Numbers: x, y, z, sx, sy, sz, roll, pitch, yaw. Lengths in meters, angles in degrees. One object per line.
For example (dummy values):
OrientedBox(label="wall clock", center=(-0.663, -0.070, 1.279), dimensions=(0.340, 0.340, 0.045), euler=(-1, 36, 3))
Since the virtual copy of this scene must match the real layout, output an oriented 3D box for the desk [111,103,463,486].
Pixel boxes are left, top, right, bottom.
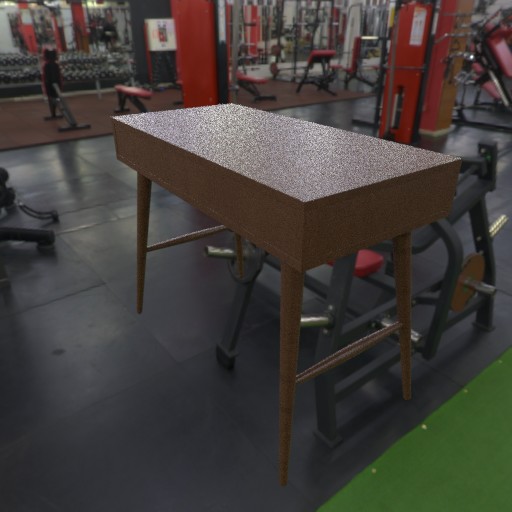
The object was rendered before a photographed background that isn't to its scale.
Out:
OrientedBox(label="desk", center=(0.000, 0.000, 1.393), dimensions=(0.510, 0.758, 0.949), euler=(-18, 33, -31))
